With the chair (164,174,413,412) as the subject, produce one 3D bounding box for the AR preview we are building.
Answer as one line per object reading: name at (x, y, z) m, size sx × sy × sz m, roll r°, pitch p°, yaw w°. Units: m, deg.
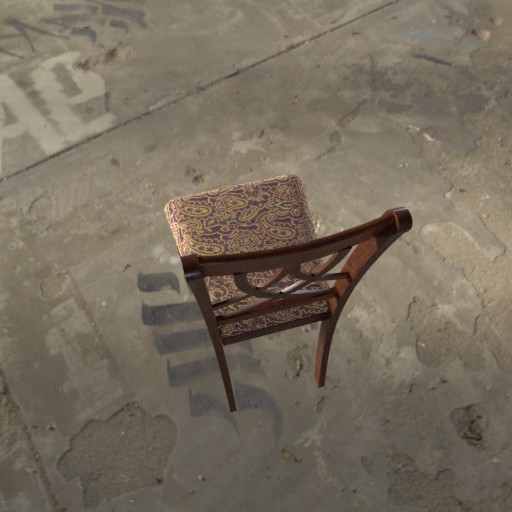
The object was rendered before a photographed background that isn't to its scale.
chair at (0.000, 0.000, 1.263) m, size 0.457 × 0.965 × 0.584 m, roll -13°, pitch 59°, yaw -8°
